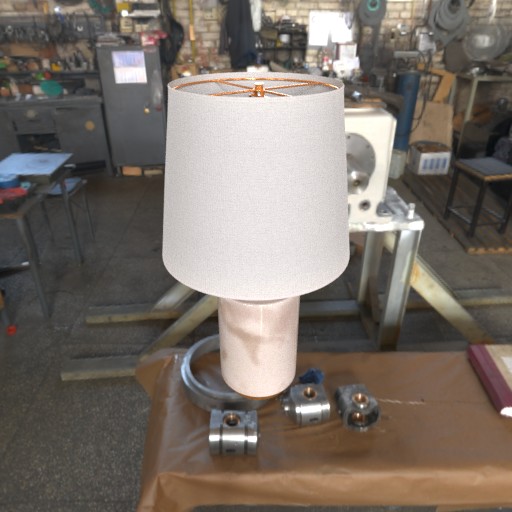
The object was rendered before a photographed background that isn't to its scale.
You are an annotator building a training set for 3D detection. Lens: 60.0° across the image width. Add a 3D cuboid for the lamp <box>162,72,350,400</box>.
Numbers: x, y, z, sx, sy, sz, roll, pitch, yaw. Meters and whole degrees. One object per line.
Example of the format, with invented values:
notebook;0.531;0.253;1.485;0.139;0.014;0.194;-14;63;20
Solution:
lamp;0.000;0.000;0.462;0.189;0.340;0.189;0;29;0
